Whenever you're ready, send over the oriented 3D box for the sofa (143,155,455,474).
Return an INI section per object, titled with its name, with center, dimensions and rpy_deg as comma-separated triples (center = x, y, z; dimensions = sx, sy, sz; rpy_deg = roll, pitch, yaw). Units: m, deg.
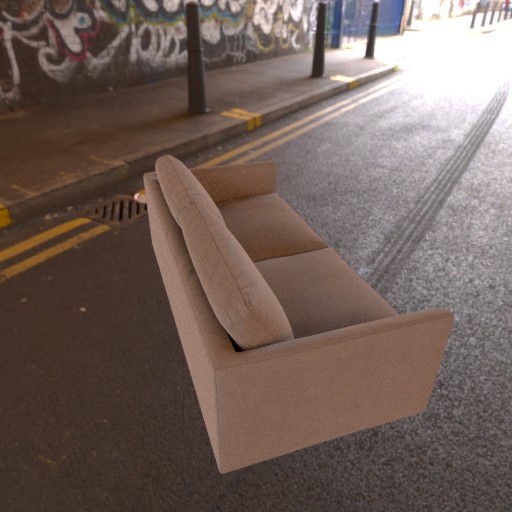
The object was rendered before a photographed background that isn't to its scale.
[sofa]
center = 0.000, 0.000, 2.788
dimensions = 1.090, 0.838, 2.588
rpy_deg = -10, 32, -16
